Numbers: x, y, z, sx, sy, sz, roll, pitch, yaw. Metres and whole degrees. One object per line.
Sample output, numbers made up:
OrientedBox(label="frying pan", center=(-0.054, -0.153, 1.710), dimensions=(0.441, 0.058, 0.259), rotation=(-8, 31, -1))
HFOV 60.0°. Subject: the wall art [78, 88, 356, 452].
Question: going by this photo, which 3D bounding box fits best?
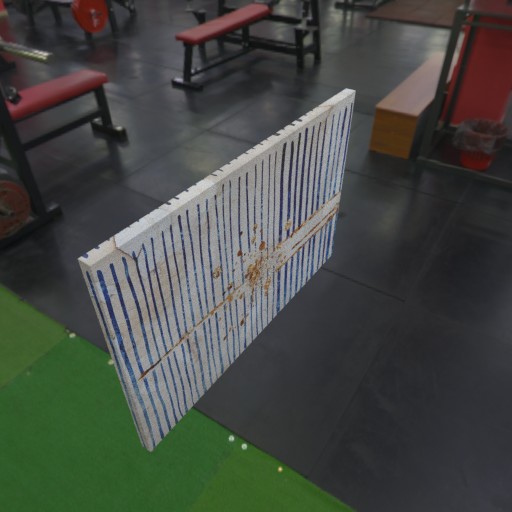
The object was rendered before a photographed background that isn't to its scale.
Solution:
OrientedBox(label="wall art", center=(0.000, 0.000, 1.459), dimensions=(0.038, 0.757, 1.143), rotation=(25, 47, 27))
